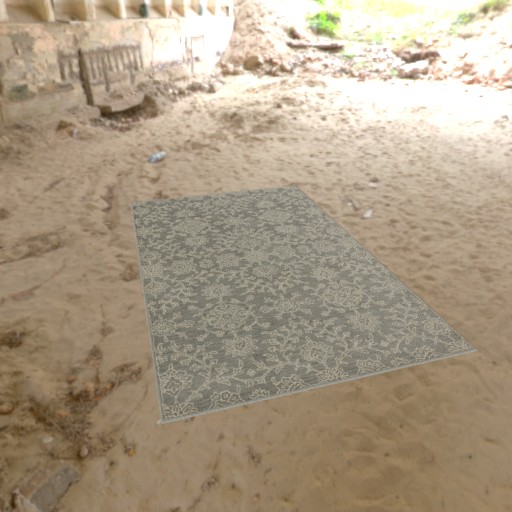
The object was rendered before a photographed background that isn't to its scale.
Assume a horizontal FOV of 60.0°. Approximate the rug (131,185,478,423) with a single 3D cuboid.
[{"bbox_3d":[0.000,0.000,2.976,1.515,0.010,2.430,-8,30,-15],"label":"rug"}]
